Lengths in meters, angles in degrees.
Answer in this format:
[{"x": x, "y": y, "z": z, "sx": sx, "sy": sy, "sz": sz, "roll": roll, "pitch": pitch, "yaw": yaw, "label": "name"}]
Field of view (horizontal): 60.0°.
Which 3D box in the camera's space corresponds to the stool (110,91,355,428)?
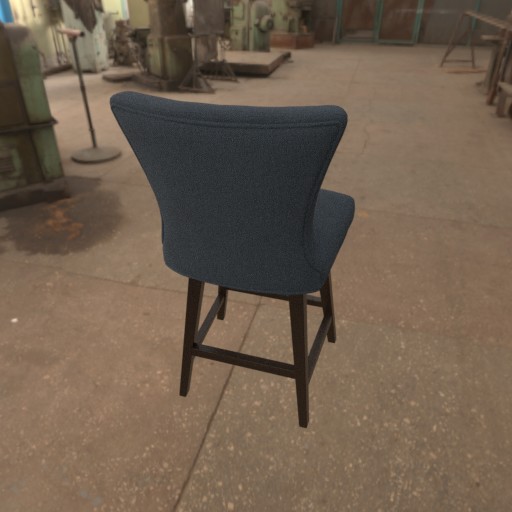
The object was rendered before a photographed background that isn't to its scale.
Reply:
[{"x": 0.000, "y": 0.000, "z": 1.331, "sx": 0.514, "sy": 1.000, "sz": 0.574, "roll": 9, "pitch": 33, "yaw": 15, "label": "stool"}]
